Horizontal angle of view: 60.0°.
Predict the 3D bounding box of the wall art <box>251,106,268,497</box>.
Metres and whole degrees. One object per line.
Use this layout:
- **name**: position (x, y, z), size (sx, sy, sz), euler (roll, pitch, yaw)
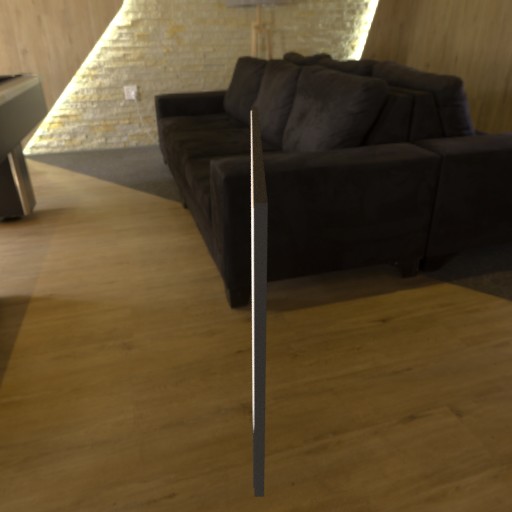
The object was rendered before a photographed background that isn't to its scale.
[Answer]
- **wall art**: position (0.000, 0.000, 1.503), size (0.028, 0.805, 1.190), euler (0, 27, -1)
